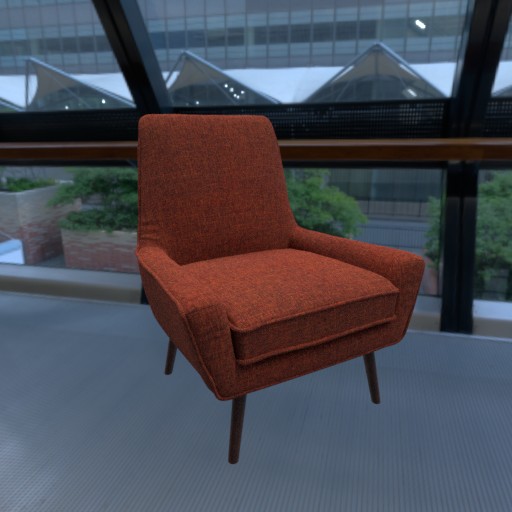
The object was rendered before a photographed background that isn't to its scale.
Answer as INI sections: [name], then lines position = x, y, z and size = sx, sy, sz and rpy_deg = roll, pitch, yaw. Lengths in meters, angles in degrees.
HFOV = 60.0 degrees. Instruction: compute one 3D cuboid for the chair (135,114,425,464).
[chair]
position = 0.000, 0.000, 1.478
size = 0.803, 0.911, 0.784
rpy_deg = -9, 19, -29
